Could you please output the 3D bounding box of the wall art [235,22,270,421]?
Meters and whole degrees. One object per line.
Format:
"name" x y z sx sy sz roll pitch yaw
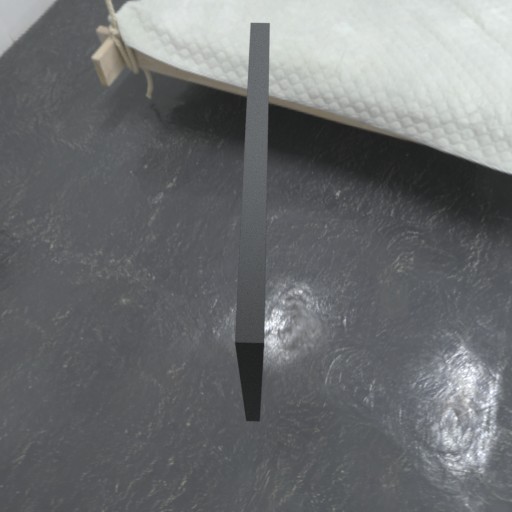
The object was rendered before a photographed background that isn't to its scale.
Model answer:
"wall art" 0.000 0.000 0.538 0.019 0.381 0.330 1 62 1
